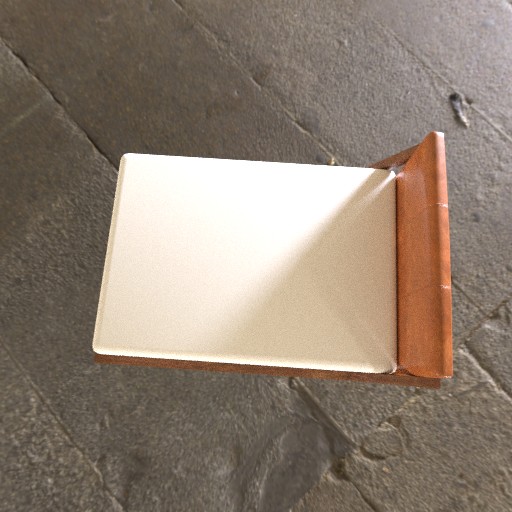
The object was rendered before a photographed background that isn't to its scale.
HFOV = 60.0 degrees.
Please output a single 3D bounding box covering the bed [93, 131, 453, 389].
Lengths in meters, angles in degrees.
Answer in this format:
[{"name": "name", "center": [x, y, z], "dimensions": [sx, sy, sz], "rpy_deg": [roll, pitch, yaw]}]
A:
[{"name": "bed", "center": [0.000, 0.000, 3.189], "dimensions": [2.311, 1.168, 1.651], "rpy_deg": [4, 76, 1]}]
